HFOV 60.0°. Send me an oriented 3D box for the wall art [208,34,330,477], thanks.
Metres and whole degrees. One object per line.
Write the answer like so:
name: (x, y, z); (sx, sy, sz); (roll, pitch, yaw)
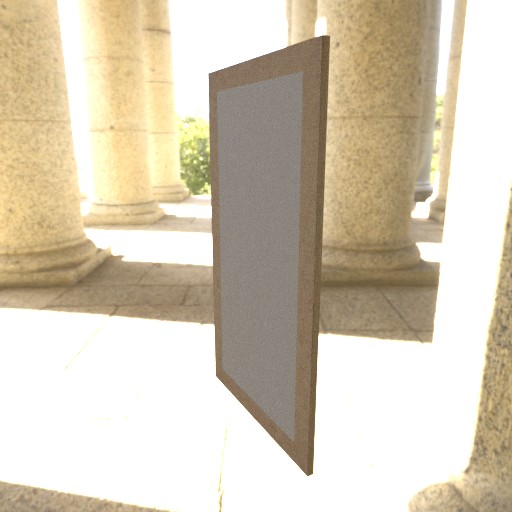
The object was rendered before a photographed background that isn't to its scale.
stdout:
wall art: (0.000, 0.000, 0.828); (0.013, 0.683, 0.381); (-8, 16, -28)
